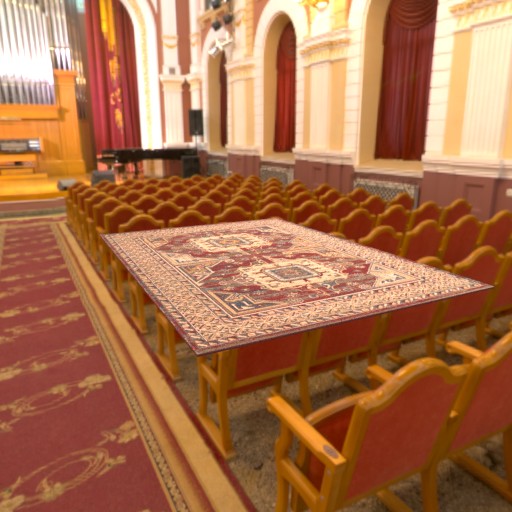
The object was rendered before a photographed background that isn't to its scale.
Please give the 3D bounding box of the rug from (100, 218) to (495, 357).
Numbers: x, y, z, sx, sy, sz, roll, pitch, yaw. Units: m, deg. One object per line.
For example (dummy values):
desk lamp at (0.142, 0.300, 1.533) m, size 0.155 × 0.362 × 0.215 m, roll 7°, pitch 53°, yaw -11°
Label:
rug at (0.000, 0.000, 2.855) m, size 1.599 × 0.011 × 2.210 m, roll -8°, pitch 17°, yaw -26°
